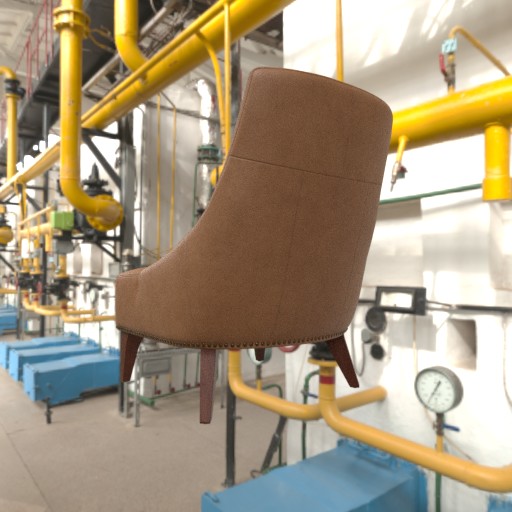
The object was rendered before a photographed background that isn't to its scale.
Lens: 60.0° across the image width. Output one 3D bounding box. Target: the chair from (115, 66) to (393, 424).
[{"bbox_3d":[0.000,0.000,1.508,0.701,0.909,0.861,1,-2,-37],"label":"chair"}]
